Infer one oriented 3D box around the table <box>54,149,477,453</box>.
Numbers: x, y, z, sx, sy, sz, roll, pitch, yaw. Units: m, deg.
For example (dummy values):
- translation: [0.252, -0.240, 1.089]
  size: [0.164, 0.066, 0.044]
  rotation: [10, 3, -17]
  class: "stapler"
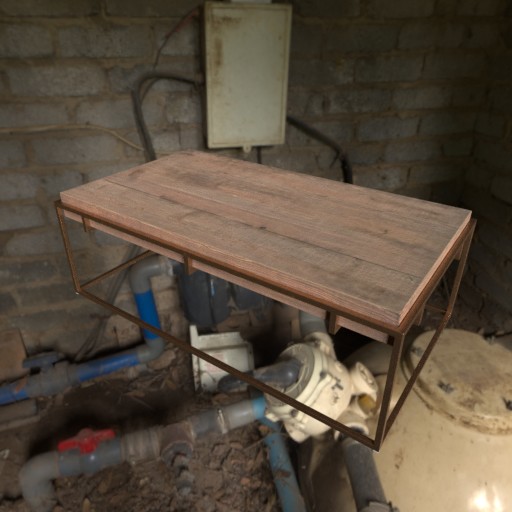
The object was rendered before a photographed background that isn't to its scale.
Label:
- translation: [0.000, 0.000, 1.753]
  size: [1.387, 0.468, 0.775]
  rotation: [19, 35, 30]
  class: "table"
